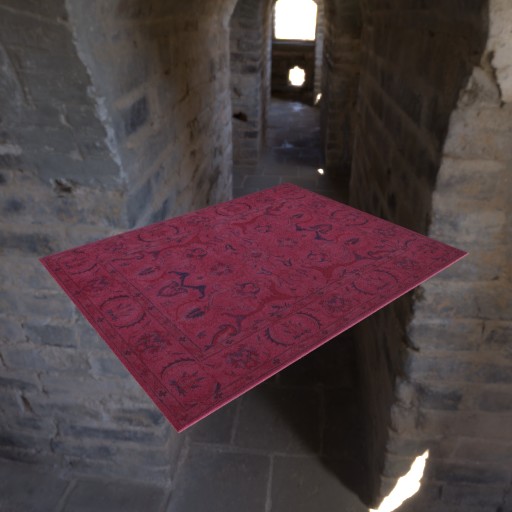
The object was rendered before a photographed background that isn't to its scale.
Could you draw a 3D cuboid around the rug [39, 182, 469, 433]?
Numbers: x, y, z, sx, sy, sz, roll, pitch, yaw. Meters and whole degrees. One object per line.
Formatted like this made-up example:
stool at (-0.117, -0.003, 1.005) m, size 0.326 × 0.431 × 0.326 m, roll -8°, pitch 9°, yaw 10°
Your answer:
rug at (0.000, 0.000, 3.828) m, size 2.929 × 0.012 × 2.300 m, roll -22°, pitch 36°, yaw -34°
